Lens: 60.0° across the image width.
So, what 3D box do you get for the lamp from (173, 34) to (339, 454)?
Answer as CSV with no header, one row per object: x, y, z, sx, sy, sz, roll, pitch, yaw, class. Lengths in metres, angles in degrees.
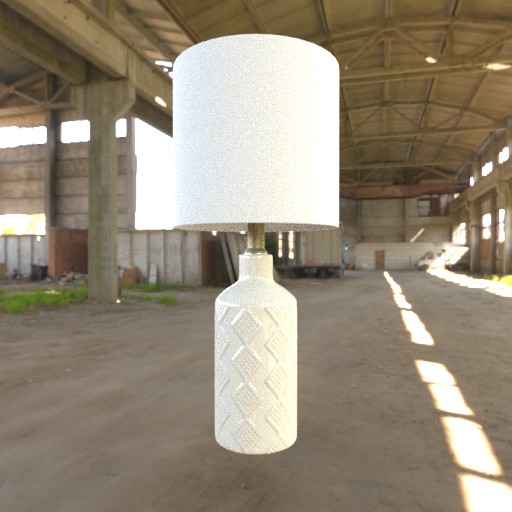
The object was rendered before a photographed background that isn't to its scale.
0.000,0.000,0.563,0.207,0.461,0.207,0,1,-18,lamp
